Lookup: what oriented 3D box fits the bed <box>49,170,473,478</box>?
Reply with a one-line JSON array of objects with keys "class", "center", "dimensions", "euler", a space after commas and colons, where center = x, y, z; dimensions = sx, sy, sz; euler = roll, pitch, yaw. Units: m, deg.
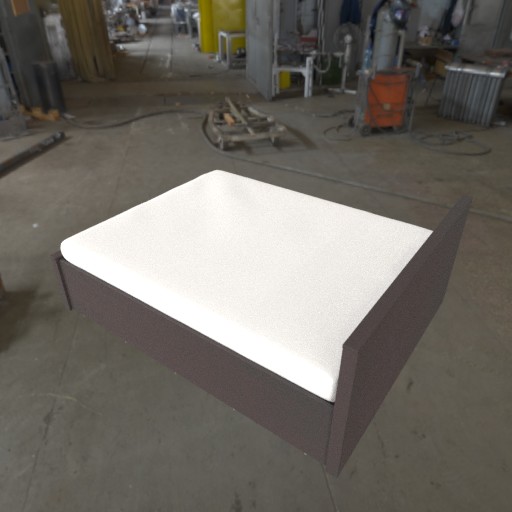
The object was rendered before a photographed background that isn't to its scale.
[{"class": "bed", "center": [0.000, 0.000, 2.899], "dimensions": [2.103, 0.808, 1.634], "euler": [21, 38, 30]}]
